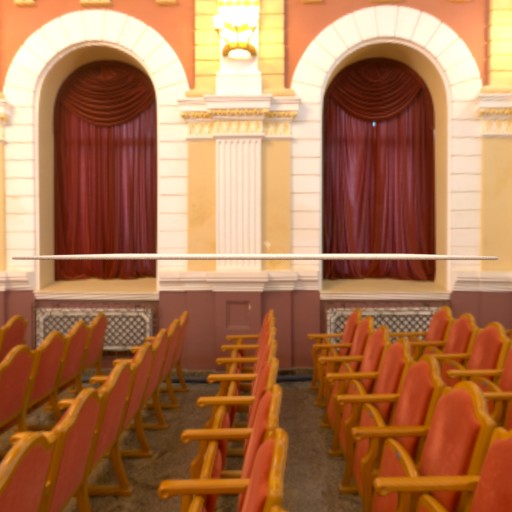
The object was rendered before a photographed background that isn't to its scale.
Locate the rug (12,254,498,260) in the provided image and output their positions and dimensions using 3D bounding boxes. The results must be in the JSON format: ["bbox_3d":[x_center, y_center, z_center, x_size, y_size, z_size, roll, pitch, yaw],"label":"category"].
[{"bbox_3d":[0.000,0.000,2.265,1.829,0.013,1.219,0,1,2],"label":"rug"}]
